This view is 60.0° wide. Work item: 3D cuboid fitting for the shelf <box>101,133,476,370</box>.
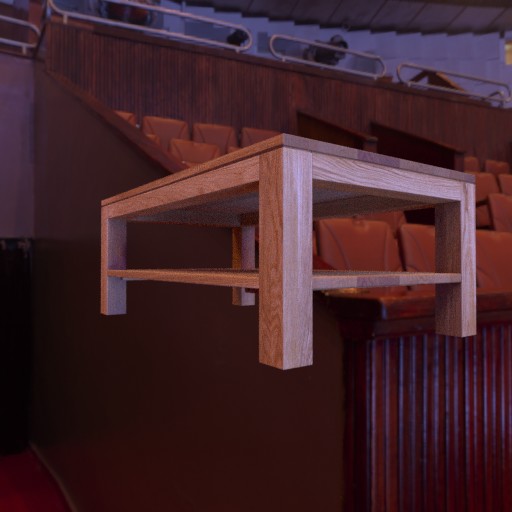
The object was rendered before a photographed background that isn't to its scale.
[{"bbox_3d":[0.000,0.000,1.512,0.700,0.450,1.150,1,-1,-36],"label":"shelf"}]
